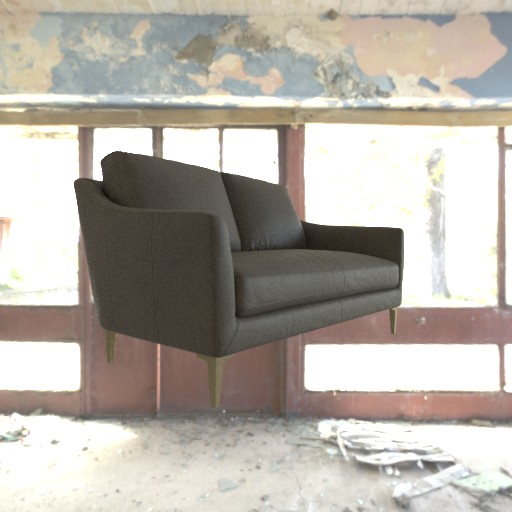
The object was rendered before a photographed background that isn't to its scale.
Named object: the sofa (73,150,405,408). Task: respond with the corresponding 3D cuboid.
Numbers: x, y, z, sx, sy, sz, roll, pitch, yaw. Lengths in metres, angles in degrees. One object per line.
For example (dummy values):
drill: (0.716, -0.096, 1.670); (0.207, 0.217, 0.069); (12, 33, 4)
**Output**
sofa: (0.000, 0.000, 2.201); (0.960, 0.902, 1.619); (1, 1, 38)
